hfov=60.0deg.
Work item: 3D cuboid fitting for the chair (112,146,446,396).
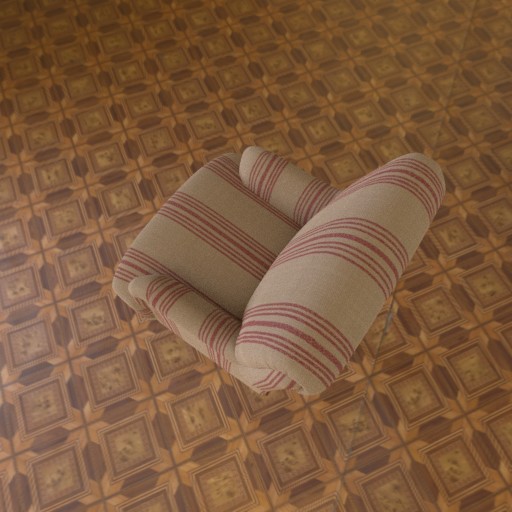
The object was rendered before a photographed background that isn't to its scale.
[{"bbox_3d":[0.000,0.000,1.903,1.058,1.123,0.933,32,69,14],"label":"chair"}]
